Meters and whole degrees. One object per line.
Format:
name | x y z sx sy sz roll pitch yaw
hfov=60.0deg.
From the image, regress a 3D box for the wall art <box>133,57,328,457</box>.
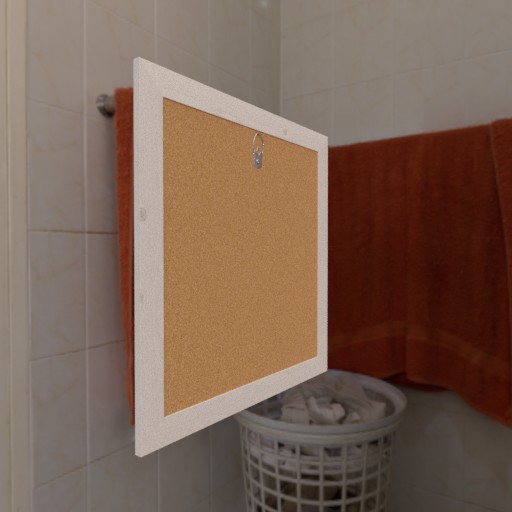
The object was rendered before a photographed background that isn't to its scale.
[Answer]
wall art | 0.000 0.000 0.870 0.015 0.577 0.572 1 1 37
